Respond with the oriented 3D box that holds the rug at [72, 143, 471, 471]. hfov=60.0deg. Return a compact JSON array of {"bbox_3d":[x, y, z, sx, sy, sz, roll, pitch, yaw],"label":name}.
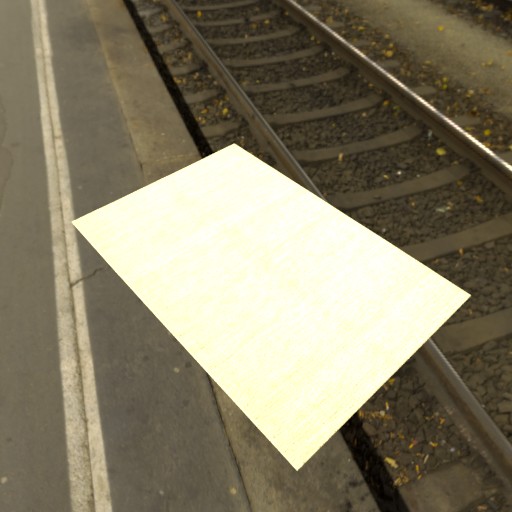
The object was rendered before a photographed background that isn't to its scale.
[{"bbox_3d":[0.000,0.000,2.415,1.250,0.015,1.850,-33,55,-27],"label":"rug"}]
